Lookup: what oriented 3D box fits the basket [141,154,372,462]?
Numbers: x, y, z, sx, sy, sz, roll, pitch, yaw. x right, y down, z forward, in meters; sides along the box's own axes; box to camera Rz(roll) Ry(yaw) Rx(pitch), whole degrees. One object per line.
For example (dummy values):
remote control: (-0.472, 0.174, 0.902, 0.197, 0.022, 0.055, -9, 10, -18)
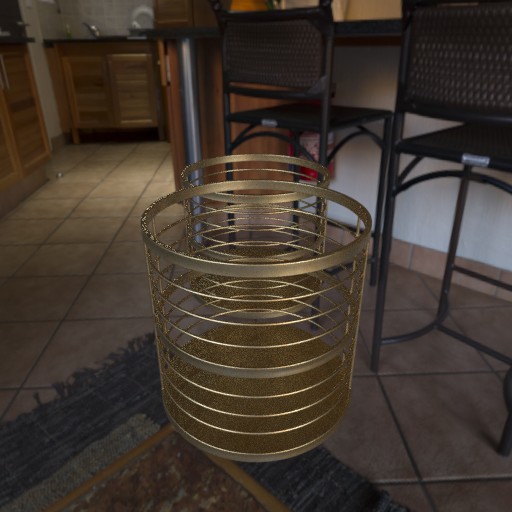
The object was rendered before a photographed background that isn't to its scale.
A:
basket: (0.000, 0.000, 0.949, 0.356, 0.351, 0.746, 0, 27, 0)
